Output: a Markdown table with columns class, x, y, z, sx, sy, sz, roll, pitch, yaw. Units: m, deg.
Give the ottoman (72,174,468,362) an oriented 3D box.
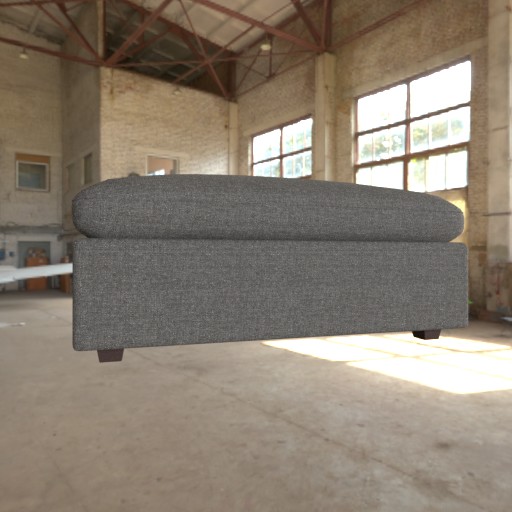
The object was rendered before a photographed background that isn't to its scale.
| class | x | y | z | sx | sy | sz | roll | pitch | yaw |
| --- | --- | --- | --- | --- | --- | --- | --- | --- | --- |
| ottoman | 0.000 | 0.000 | 1.418 | 1.041 | 0.483 | 0.711 | 0 | 0 | -18 |
